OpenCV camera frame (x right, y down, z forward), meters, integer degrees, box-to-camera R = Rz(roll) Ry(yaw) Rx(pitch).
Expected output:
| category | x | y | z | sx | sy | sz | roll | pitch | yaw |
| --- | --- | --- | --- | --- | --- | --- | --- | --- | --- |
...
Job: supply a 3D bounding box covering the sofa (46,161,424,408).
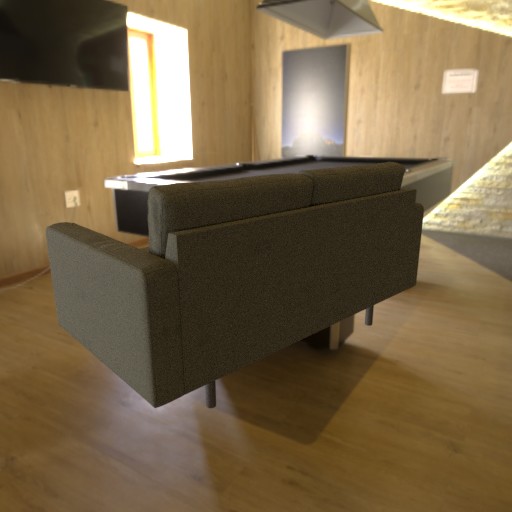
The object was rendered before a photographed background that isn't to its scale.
| category | x | y | z | sx | sy | sz | roll | pitch | yaw |
| --- | --- | --- | --- | --- | --- | --- | --- | --- | --- |
| sofa | 0.000 | 0.000 | 2.252 | 1.730 | 0.897 | 0.889 | -15 | 22 | -41 |
